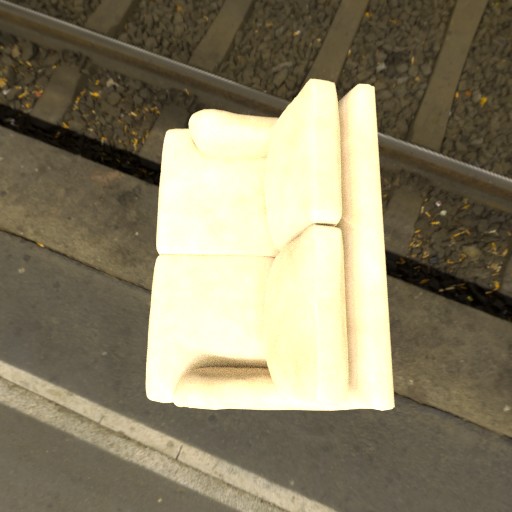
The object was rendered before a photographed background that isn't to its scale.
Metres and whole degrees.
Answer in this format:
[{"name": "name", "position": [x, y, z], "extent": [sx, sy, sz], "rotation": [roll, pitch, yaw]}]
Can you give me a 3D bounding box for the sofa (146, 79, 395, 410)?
[{"name": "sofa", "position": [0.000, 0.000, 2.301], "extent": [1.086, 1.087, 1.498], "rotation": [1, 75, 0]}]
